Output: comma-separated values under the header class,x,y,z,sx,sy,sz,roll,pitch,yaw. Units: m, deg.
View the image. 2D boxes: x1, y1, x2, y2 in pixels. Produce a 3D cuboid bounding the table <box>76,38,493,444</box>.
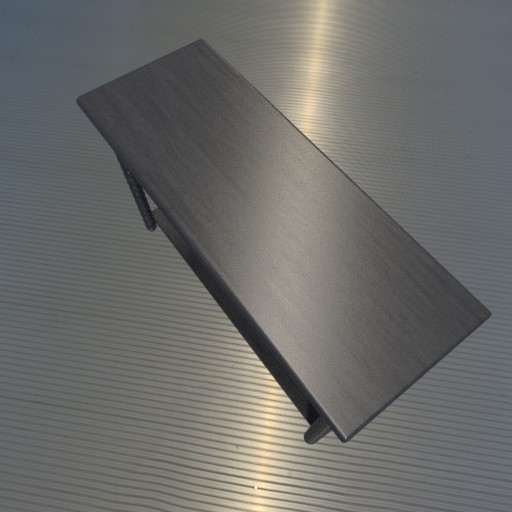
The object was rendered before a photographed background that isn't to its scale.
class,x,y,z,sx,sy,sz,roll,pitch,yaw
table,0.000,0.000,1.477,0.459,0.735,1.184,-34,67,-16
